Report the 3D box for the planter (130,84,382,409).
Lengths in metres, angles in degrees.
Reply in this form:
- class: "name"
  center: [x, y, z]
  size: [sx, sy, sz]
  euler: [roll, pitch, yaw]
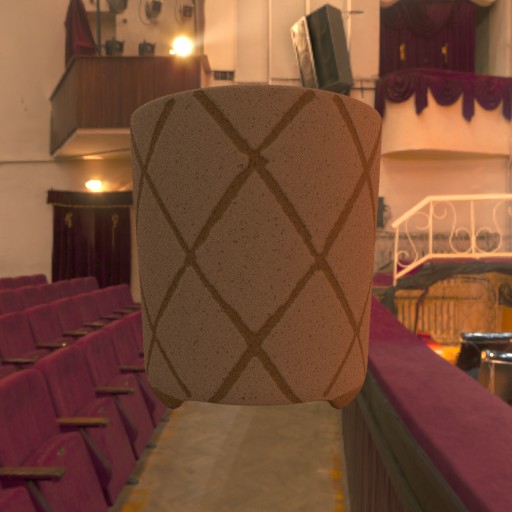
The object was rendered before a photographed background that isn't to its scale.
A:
- class: "planter"
  center: [0.000, 0.000, 0.349]
  size: [0.191, 0.199, 0.191]
  euler: [0, 1, 0]
